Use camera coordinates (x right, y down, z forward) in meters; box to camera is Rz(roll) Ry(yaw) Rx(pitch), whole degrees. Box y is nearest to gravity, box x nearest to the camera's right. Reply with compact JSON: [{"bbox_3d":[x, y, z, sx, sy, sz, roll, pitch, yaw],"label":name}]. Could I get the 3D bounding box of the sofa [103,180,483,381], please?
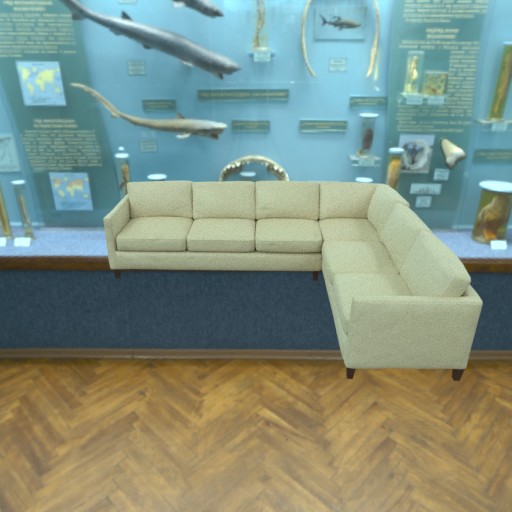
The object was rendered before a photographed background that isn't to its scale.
[{"bbox_3d":[0.000,0.000,4.396,3.302,0.947,2.593,1,25,1],"label":"sofa"}]
